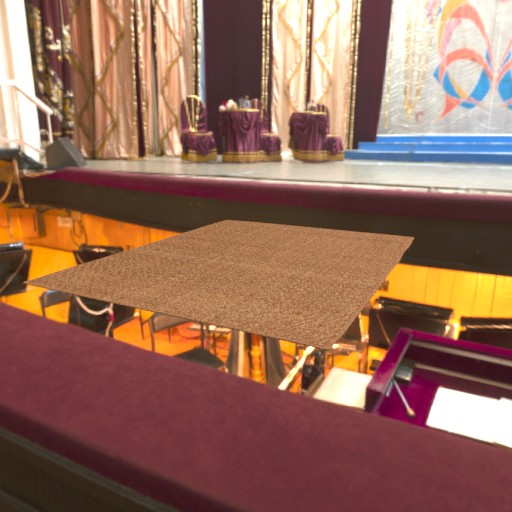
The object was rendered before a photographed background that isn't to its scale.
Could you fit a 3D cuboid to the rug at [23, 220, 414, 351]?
[{"bbox_3d":[0.000,0.000,4.114,2.439,0.013,3.048,7,16,26],"label":"rug"}]
